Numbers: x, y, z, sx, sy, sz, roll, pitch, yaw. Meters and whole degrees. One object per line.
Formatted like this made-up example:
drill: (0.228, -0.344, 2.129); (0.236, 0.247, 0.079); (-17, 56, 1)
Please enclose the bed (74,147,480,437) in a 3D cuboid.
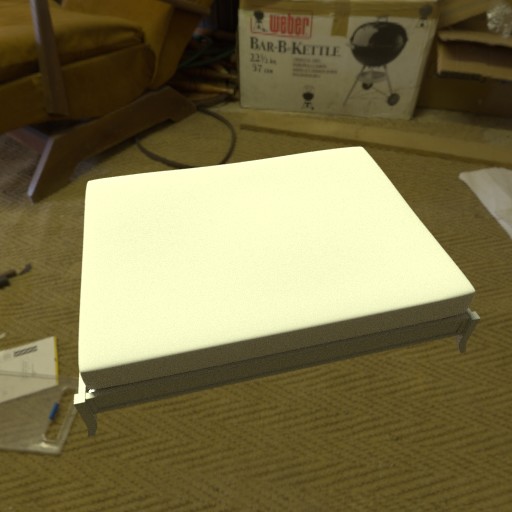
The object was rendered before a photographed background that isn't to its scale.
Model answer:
bed: (0.000, 0.000, 2.760); (2.108, 0.510, 1.604); (-10, 46, -10)
